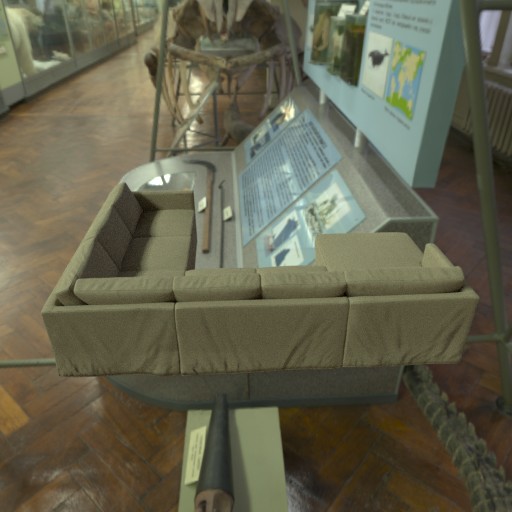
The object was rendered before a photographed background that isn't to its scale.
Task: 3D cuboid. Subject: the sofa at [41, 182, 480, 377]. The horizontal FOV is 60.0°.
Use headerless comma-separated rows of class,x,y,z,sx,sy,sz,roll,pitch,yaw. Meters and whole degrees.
sofa,0.000,0.000,4.628,3.528,0.878,2.476,-2,31,-3
